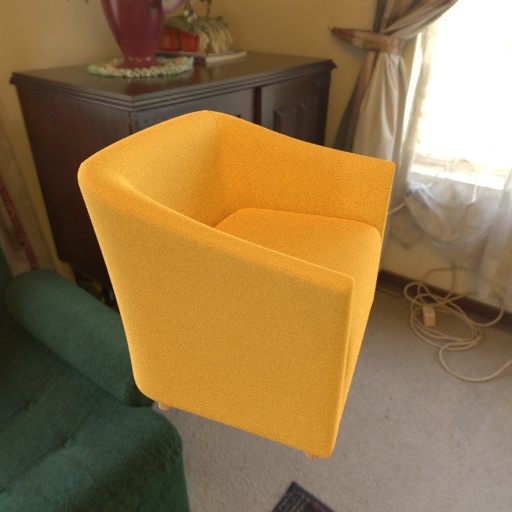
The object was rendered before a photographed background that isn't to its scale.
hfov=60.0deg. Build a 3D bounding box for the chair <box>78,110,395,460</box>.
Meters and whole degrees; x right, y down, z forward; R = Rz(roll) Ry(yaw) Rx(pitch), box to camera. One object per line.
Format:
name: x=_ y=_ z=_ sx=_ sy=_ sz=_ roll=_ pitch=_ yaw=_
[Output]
chair: x=0.000 y=0.000 z=1.351 sx=0.700 sy=0.720 sz=0.790 roll=11 pitch=32 yaw=18
